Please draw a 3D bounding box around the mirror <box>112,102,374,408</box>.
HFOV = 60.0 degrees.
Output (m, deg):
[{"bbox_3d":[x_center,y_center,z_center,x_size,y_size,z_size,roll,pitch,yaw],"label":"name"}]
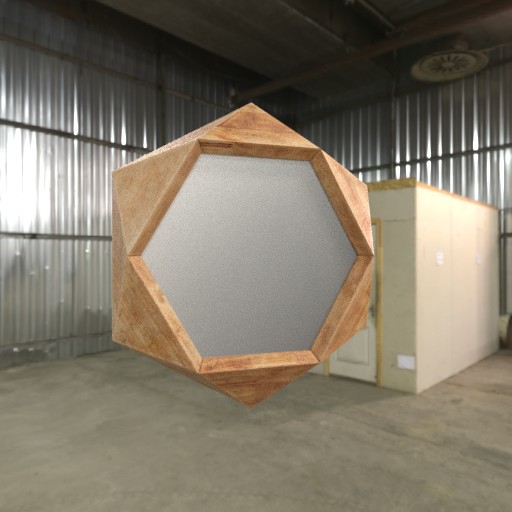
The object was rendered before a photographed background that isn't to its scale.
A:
[{"bbox_3d":[0.000,0.000,1.093,0.675,0.779,0.091,0,0,-18],"label":"mirror"}]
